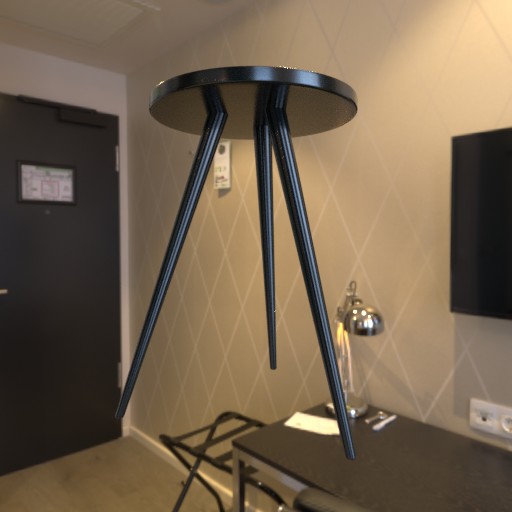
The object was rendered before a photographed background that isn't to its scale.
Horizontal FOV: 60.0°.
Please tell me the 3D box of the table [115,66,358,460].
[{"bbox_3d":[0.000,0.000,0.836,0.403,0.548,0.415,1,2,17],"label":"table"}]
